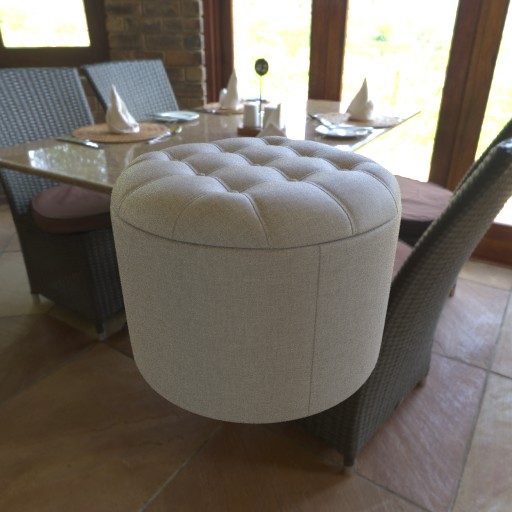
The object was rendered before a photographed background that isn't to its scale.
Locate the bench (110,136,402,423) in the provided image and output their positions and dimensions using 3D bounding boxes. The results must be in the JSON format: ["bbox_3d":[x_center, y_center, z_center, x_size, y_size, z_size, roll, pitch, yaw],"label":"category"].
[{"bbox_3d":[0.000,0.000,1.013,0.600,0.453,0.600,0,26,0],"label":"bench"}]
